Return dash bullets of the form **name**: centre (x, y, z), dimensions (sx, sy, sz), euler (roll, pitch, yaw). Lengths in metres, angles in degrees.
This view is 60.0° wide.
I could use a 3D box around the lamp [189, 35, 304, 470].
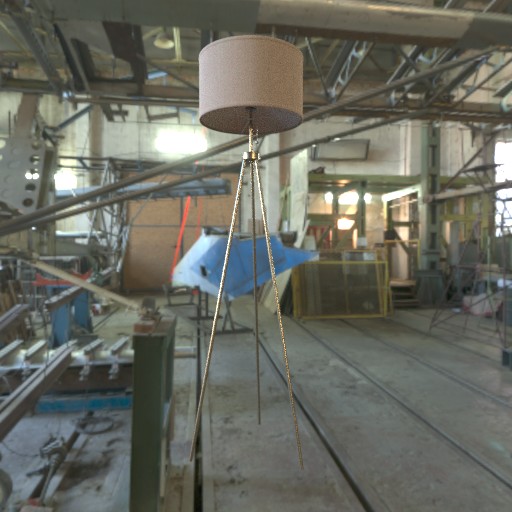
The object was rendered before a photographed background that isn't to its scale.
- **lamp**: centre (0.000, 0.000, 1.743), dimensions (0.460, 1.545, 0.449), euler (1, 1, 37)
